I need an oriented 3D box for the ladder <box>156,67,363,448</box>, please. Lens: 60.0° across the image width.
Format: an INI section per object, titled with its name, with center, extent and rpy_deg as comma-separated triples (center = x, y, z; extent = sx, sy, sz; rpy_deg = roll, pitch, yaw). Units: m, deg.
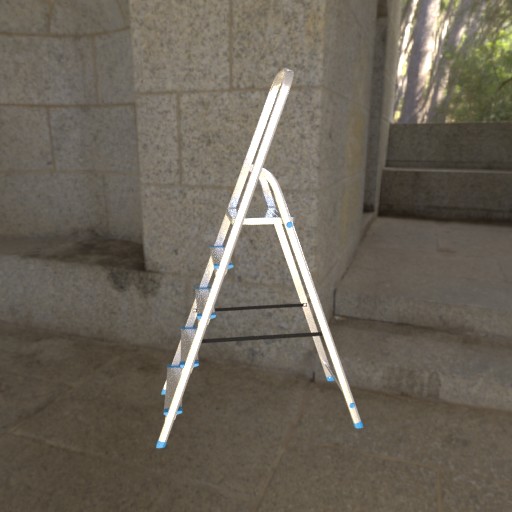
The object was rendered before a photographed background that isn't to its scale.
[ladder]
center = 0.000, 0.000, 2.101
extent = 0.990, 1.648, 0.468
rpy_deg = -2, 15, -8
